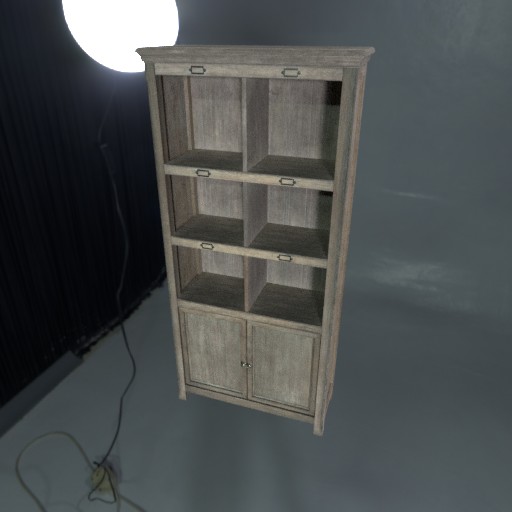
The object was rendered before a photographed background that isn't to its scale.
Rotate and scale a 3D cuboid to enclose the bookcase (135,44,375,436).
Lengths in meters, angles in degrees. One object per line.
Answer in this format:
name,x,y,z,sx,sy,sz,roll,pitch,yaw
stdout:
bookcase,0.000,0.000,2.202,0.906,1.880,0.348,9,28,17
